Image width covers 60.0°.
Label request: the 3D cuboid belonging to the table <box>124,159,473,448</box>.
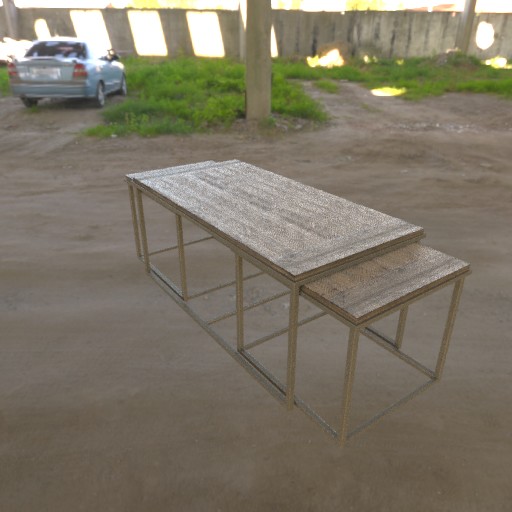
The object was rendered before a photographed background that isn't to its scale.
[{"bbox_3d":[0.000,0.000,1.575,0.489,0.427,1.312,-18,31,-31],"label":"table"}]
